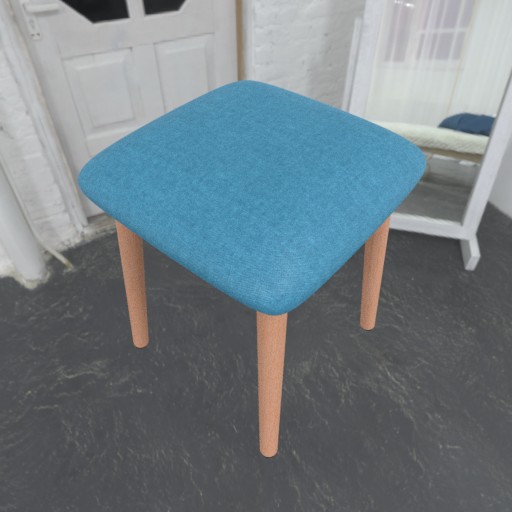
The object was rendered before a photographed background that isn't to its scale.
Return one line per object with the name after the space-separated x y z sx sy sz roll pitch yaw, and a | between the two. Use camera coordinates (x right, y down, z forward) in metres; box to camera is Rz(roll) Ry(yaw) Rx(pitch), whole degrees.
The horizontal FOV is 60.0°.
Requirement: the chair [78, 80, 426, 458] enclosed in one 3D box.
0.000 0.000 0.713 0.360 0.450 0.360 31 54 26 | chair
